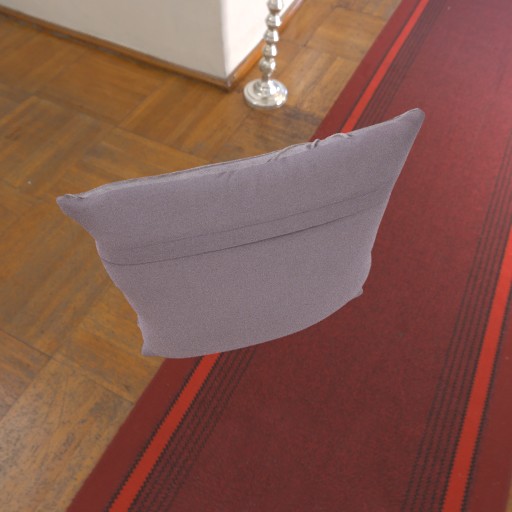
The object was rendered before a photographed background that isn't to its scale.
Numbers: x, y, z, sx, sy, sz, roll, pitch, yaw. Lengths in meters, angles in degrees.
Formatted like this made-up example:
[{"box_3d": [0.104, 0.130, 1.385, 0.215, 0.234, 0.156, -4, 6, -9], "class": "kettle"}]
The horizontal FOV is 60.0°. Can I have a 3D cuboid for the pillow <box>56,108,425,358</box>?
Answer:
[{"box_3d": [0.000, 0.000, 0.672, 0.439, 0.440, 0.185, -15, 58, -10], "class": "pillow"}]
